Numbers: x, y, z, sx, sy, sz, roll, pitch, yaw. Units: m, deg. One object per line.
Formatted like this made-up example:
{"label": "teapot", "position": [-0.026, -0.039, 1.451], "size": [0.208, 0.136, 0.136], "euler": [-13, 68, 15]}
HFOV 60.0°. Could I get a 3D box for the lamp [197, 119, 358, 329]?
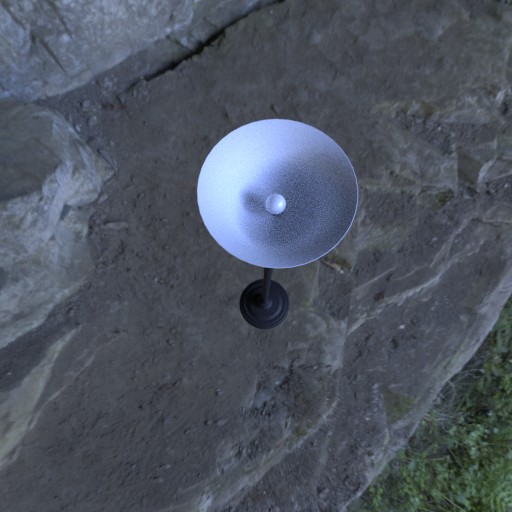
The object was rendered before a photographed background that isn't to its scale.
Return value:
{"label": "lamp", "position": [0.000, 0.000, 1.998], "size": [0.405, 1.793, 0.588], "euler": [-35, 77, -9]}
